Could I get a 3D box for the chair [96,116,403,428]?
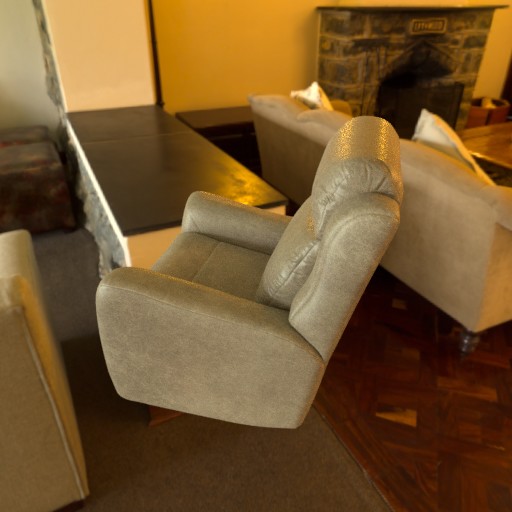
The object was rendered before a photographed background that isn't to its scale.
[{"bbox_3d":[0.000,0.000,1.914,1.068,1.116,0.967,8,31,13],"label":"chair"}]
